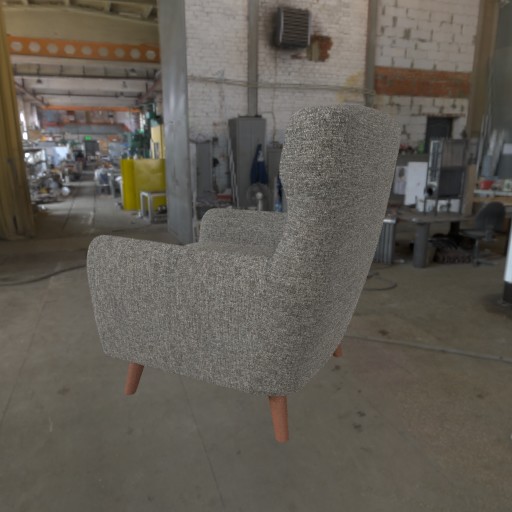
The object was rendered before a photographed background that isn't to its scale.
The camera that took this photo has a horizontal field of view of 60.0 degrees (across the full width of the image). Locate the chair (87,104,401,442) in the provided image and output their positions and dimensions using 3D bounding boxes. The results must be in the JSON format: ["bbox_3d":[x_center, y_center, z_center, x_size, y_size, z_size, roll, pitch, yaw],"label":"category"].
[{"bbox_3d":[0.000,0.000,1.707,0.940,1.039,0.889,7,15,25],"label":"chair"}]
